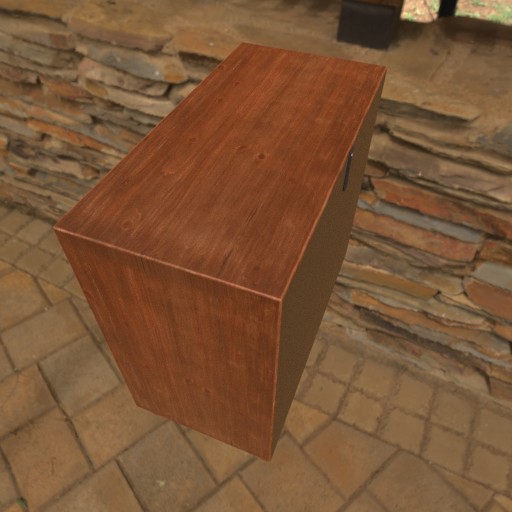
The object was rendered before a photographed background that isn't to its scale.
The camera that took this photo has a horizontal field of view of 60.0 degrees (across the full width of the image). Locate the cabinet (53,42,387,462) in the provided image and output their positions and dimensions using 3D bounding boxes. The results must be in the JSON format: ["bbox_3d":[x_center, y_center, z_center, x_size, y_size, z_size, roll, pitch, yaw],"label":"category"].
[{"bbox_3d":[0.000,0.000,1.217,0.412,0.785,0.796,17,50,15],"label":"cabinet"}]
